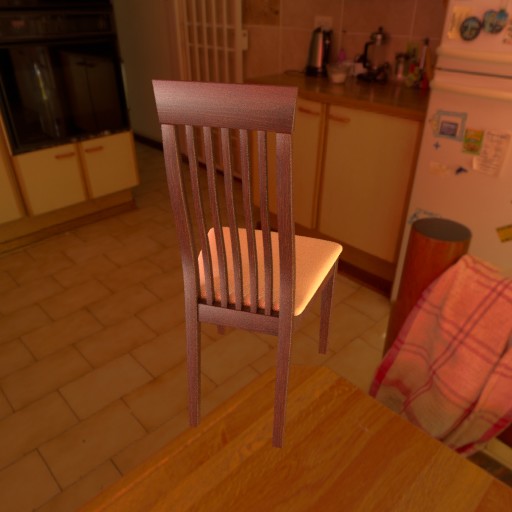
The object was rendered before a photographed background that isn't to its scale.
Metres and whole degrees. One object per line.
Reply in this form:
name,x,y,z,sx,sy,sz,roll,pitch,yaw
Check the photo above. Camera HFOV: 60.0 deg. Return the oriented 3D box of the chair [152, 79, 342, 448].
chair,0.000,0.000,1.288,0.460,1.027,0.474,8,32,14
